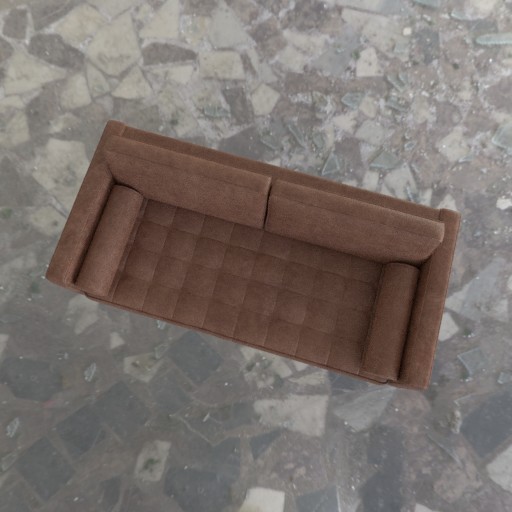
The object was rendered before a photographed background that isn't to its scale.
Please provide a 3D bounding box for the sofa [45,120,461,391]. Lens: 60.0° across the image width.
[{"bbox_3d":[0.000,0.000,2.314,1.870,0.760,0.910,16,77,4],"label":"sofa"}]
